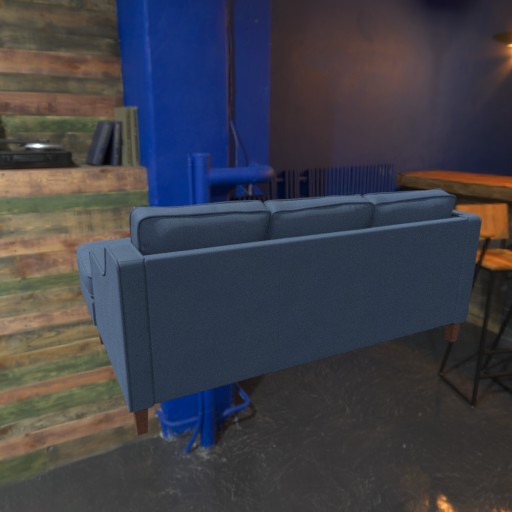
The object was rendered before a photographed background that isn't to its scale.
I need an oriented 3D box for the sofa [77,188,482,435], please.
[{"bbox_3d":[0.000,0.000,3.223,2.317,1.066,1.858,-8,18,-26],"label":"sofa"}]
